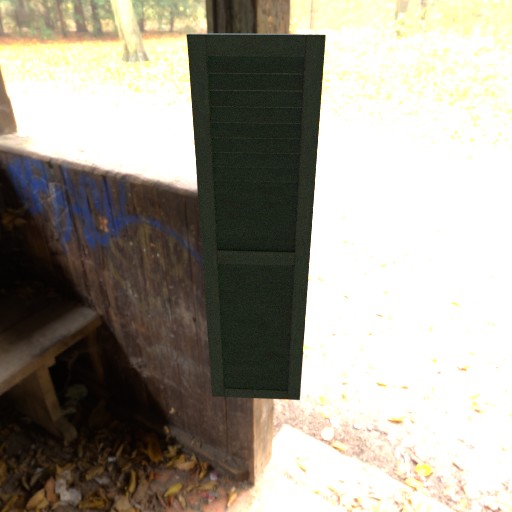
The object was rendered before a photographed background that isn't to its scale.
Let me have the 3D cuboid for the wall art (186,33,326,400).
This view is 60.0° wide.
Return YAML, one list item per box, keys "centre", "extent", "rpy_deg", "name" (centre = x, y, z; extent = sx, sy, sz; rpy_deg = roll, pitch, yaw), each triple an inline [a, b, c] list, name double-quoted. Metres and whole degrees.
- centre: [0.000, 0.000, 1.359]
  extent: [0.329, 1.219, 0.025]
  rpy_deg: [2, 30, 3]
  name: "wall art"
